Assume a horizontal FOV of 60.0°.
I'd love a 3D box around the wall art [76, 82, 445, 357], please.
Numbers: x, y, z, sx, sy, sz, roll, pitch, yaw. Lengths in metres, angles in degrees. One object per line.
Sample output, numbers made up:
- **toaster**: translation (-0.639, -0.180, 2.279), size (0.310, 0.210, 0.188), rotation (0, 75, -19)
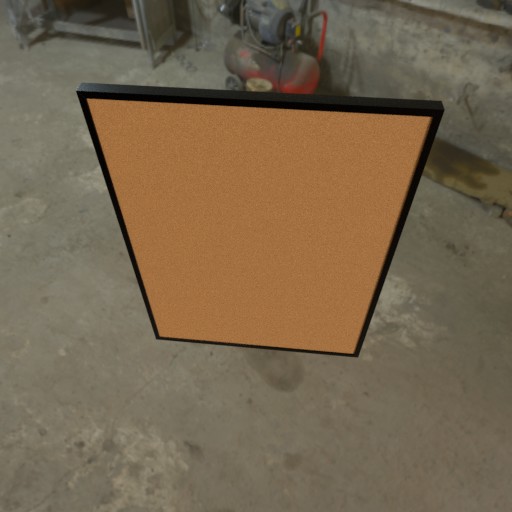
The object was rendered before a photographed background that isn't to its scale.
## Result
- **wall art**: translation (0.000, 0.000, 1.371), size (0.805, 1.062, 0.040), rotation (4, 48, 4)
